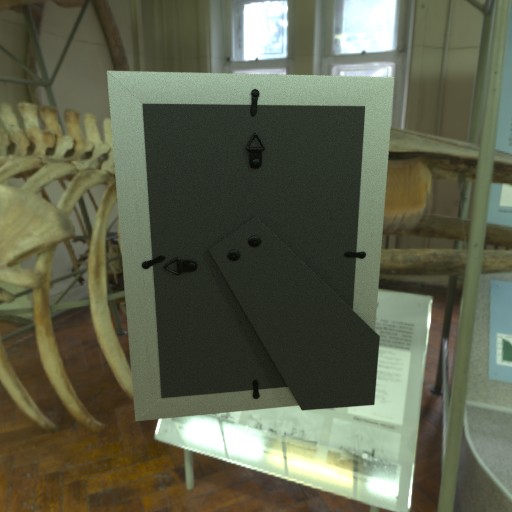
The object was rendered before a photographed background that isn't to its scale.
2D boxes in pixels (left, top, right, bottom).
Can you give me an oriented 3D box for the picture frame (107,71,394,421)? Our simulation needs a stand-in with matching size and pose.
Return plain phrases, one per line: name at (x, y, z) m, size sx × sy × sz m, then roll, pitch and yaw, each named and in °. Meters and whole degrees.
picture frame at (0.000, 0.000, 0.273) m, size 0.157 × 0.208 × 0.028 m, roll -2°, pitch 15°, yaw -9°
